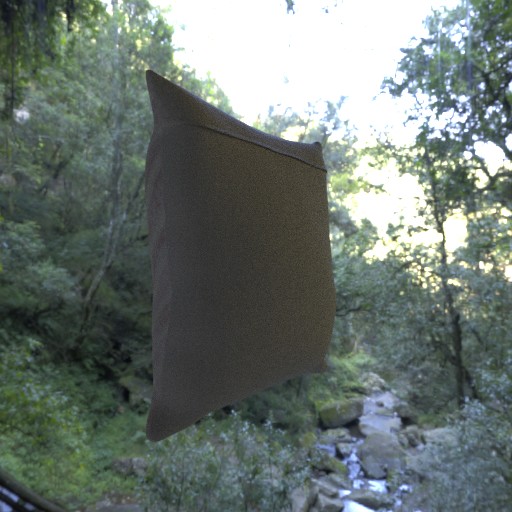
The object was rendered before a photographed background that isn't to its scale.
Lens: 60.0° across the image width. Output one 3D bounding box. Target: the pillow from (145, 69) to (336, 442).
[{"bbox_3d":[0.000,0.000,0.684,0.182,0.441,0.440,0,0,35],"label":"pillow"}]
